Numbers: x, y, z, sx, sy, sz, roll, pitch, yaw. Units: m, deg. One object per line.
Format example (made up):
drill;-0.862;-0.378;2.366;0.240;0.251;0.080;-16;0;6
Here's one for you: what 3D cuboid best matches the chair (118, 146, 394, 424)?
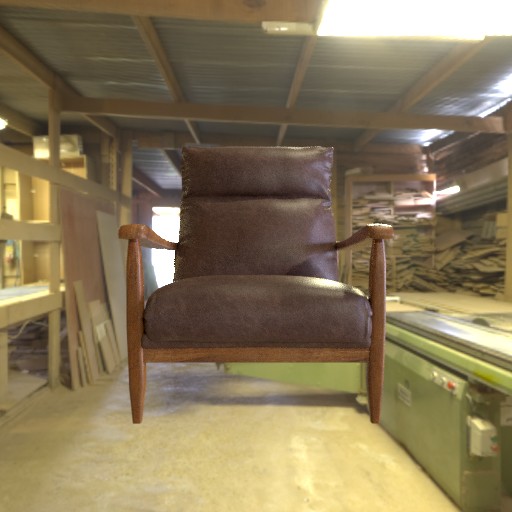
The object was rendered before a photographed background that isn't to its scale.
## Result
chair;0.000;0.000;1.551;0.782;0.897;0.830;0;0;0
